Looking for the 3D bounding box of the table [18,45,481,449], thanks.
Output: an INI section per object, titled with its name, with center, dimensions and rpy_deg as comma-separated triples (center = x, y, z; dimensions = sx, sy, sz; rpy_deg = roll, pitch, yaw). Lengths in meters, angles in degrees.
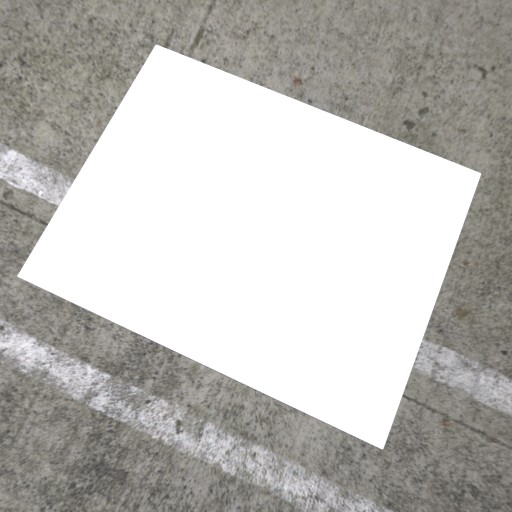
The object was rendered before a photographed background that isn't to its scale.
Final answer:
[table]
center = 0.000, 0.000, 0.779
dimensions = 0.517, 0.357, 0.399
rpy_deg = 24, 77, 6
